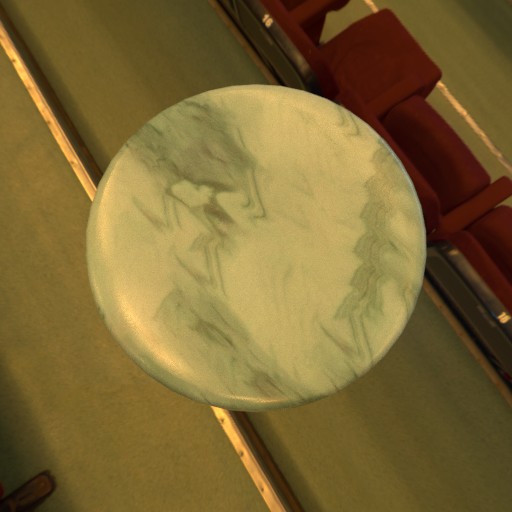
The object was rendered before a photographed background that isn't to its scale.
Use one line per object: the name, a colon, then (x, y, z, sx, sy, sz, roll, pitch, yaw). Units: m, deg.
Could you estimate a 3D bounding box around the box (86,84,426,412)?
box: (0.000, 0.000, 0.157, 0.101, 0.063, 0.101, 0, 75, 0)
